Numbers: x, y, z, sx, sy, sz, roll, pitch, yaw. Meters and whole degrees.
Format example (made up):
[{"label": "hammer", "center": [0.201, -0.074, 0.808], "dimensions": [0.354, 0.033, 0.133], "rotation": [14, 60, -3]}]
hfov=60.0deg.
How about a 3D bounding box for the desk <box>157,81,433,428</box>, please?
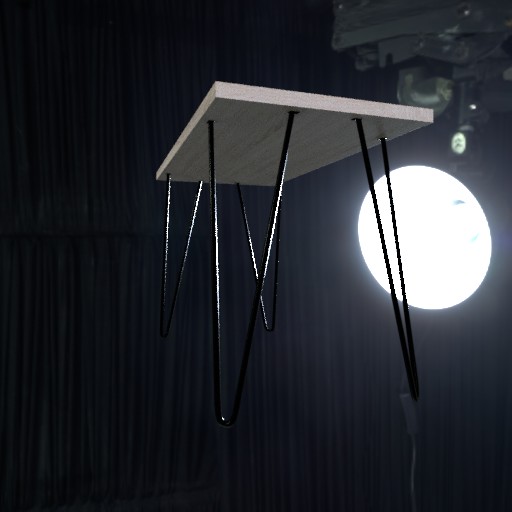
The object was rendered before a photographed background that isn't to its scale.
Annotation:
[{"label": "desk", "center": [0.000, 0.000, 1.381], "dimensions": [0.499, 0.660, 0.991], "rotation": [0, 0, -19]}]
